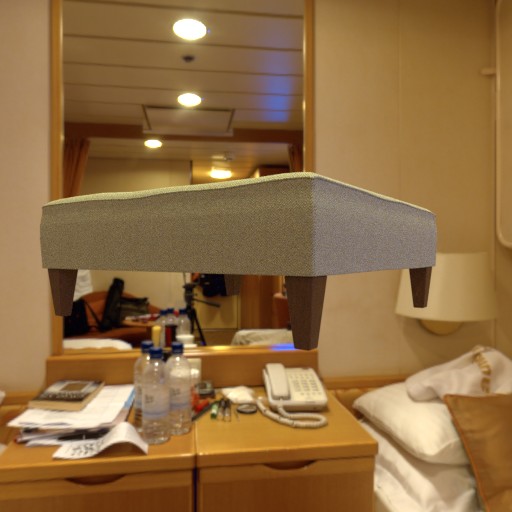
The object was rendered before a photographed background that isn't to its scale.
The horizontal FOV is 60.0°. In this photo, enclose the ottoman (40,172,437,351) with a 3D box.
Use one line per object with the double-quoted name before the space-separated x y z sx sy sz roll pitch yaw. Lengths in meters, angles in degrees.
"ottoman" 0.000 0.000 1.525 0.968 0.379 1.004 0 0 35
